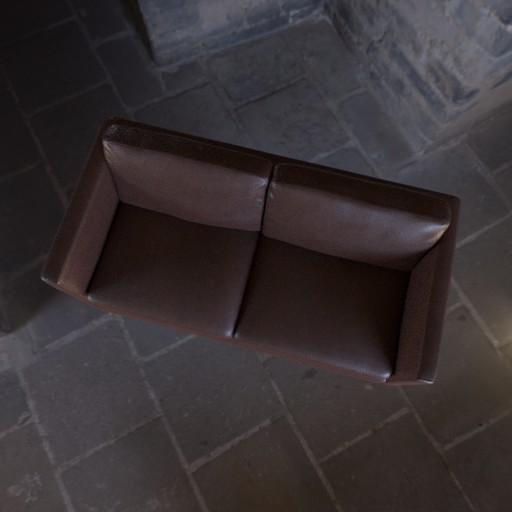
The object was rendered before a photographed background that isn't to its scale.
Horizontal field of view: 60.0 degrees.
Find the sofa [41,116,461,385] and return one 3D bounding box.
[{"bbox_3d":[0.000,0.000,2.400,1.883,0.933,0.951,14,74,4],"label":"sofa"}]
